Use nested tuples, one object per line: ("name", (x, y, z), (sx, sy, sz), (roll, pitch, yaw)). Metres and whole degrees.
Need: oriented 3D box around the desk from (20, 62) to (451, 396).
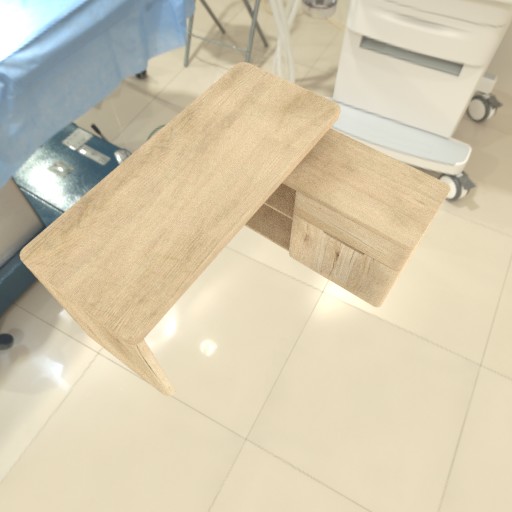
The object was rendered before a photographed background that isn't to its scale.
("desk", (0.000, 0.000, 2.068), (1.175, 0.770, 1.400), (31, 64, 17))
